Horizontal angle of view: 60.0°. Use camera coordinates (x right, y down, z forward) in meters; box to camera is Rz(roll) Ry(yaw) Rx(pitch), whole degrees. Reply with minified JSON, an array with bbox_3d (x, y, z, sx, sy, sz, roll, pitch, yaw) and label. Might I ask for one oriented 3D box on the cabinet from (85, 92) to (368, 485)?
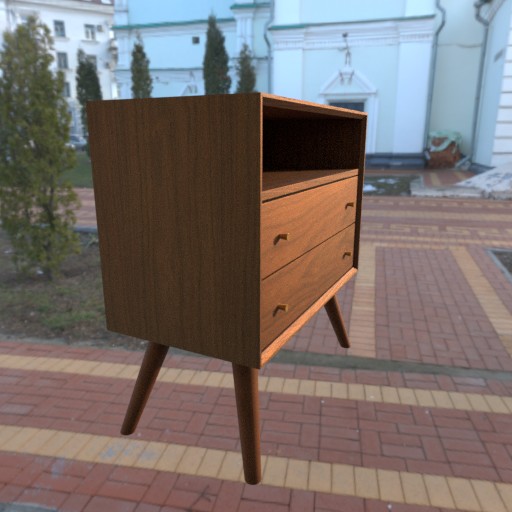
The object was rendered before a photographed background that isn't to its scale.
[{"bbox_3d":[0.000,0.000,1.182,0.388,0.748,0.712,8,17,26],"label":"cabinet"}]
